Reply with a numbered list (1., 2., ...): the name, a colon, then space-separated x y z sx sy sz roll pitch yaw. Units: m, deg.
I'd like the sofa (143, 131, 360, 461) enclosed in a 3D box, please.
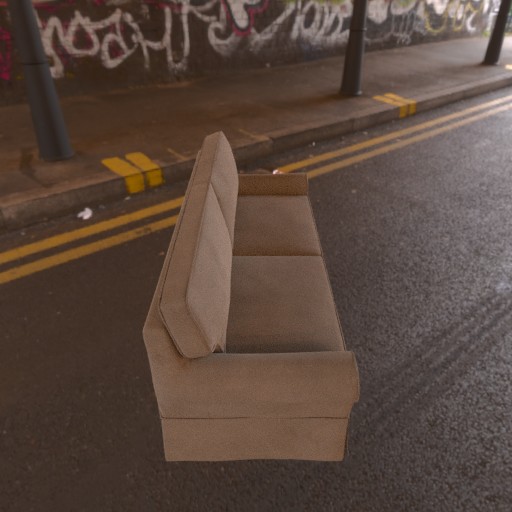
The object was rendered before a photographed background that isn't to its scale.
1. sofa: 0.000 0.000 2.761 0.900 1.014 2.246 0 32 0
